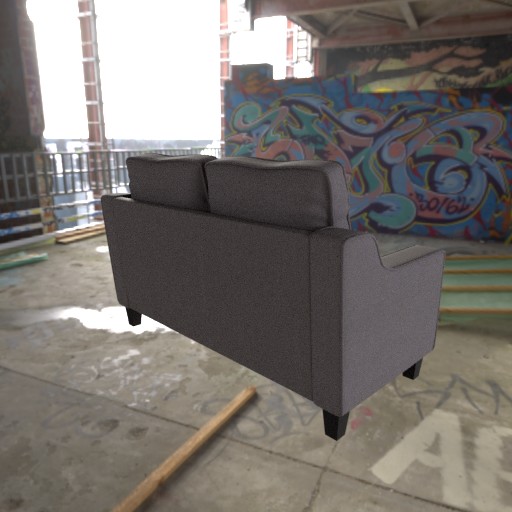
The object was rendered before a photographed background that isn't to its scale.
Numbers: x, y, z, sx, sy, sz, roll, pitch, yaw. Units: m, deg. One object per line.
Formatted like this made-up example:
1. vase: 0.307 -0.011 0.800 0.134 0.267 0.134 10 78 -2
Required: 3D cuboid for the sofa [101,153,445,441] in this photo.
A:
1. sofa: 0.000 0.000 2.111 0.791 0.948 1.500 -14 20 -43
